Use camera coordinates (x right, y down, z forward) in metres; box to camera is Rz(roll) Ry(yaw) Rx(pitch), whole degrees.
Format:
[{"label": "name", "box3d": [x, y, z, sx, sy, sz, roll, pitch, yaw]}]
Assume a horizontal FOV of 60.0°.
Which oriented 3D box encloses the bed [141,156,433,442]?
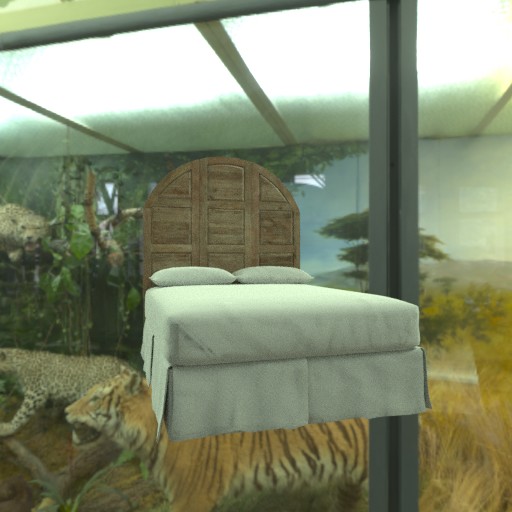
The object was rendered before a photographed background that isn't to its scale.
[{"label": "bed", "box3d": [0.000, 0.000, 3.518, 1.713, 2.002, 2.112, 0, 0, -17]}]
